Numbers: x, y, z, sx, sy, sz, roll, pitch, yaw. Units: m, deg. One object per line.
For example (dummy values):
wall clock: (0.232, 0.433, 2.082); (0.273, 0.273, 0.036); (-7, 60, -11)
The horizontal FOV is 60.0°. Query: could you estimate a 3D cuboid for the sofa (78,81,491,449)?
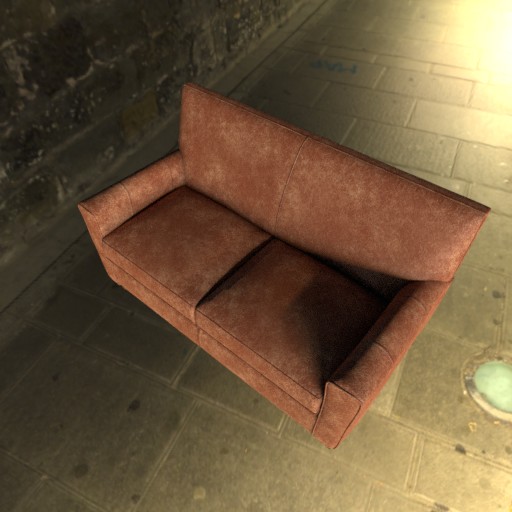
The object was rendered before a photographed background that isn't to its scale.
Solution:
sofa: (0.000, 0.000, 1.957); (1.473, 0.871, 0.787); (31, 54, 26)
